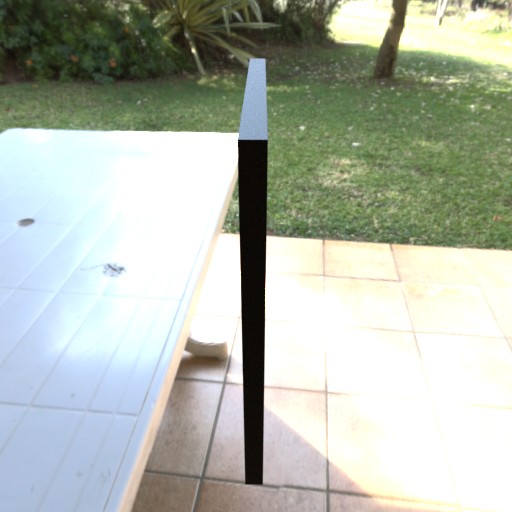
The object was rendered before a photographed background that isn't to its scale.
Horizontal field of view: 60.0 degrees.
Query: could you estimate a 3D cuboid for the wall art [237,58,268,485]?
[{"bbox_3d":[0.000,0.000,0.521,0.019,0.381,0.330,0,32,1],"label":"wall art"}]
